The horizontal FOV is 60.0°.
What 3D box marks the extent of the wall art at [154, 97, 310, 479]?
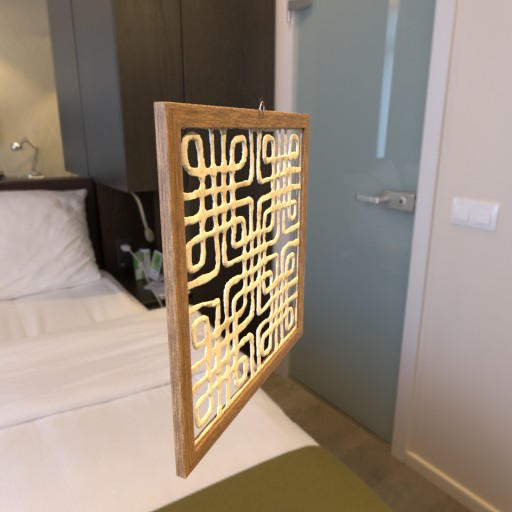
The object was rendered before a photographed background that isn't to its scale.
[{"bbox_3d":[0.000,0.000,0.863,0.021,0.582,0.561,7,18,24],"label":"wall art"}]
